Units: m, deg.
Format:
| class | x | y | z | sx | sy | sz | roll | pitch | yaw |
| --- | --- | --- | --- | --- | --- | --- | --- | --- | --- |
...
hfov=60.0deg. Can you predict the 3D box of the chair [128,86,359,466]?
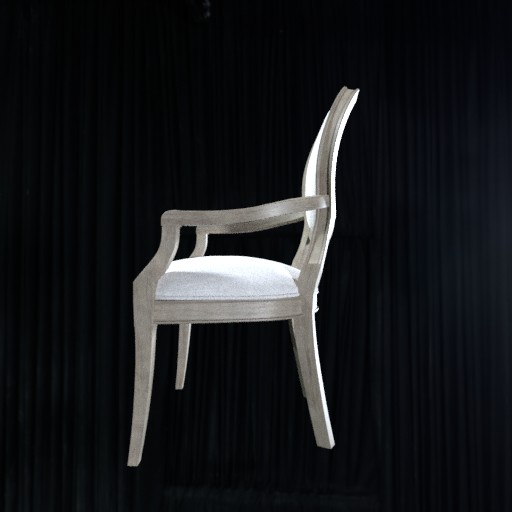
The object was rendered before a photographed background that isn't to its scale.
| class | x | y | z | sx | sy | sz | roll | pitch | yaw |
| --- | --- | --- | --- | --- | --- | --- | --- | --- | --- |
| chair | 0.000 | 0.000 | 1.346 | 0.602 | 0.991 | 0.611 | 0 | 1 | 1 |
